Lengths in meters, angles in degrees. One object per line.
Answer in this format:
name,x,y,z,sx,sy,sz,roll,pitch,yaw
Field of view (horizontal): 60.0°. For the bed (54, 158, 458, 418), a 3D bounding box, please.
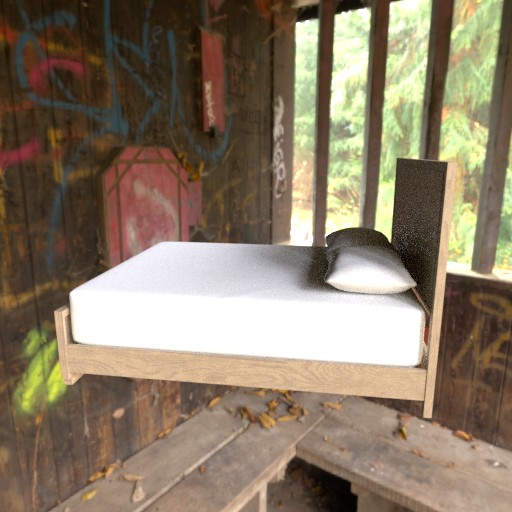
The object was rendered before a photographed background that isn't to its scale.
bed,0.000,0.000,3.201,2.189,1.369,1.606,2,13,9
